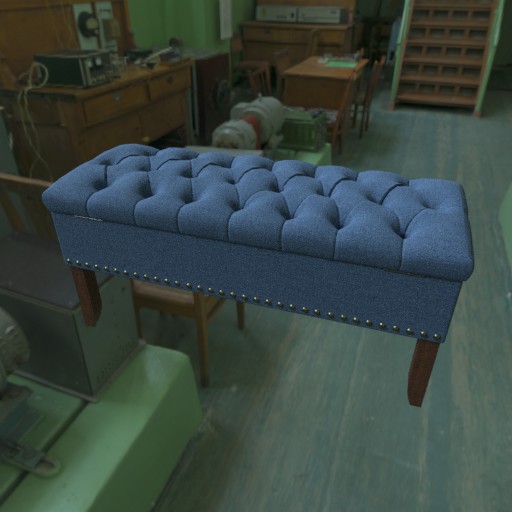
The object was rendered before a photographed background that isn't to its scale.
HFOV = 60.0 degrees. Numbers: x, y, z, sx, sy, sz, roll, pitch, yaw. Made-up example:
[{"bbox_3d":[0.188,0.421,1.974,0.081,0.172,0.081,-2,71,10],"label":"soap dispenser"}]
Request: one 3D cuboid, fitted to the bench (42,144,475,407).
[{"bbox_3d":[0.000,0.000,1.286,1.052,0.492,0.417,10,34,15],"label":"bench"}]
